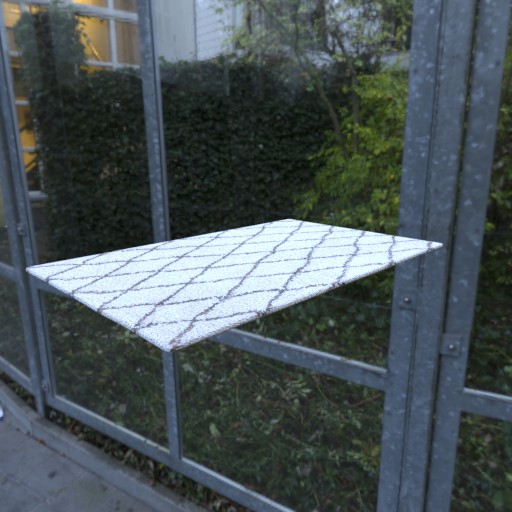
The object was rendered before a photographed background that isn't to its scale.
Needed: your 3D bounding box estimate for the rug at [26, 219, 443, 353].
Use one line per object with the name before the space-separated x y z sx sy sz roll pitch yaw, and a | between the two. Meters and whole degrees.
rug | 0.000 0.000 2.996 2.438 0.030 1.524 -14 20 -43
